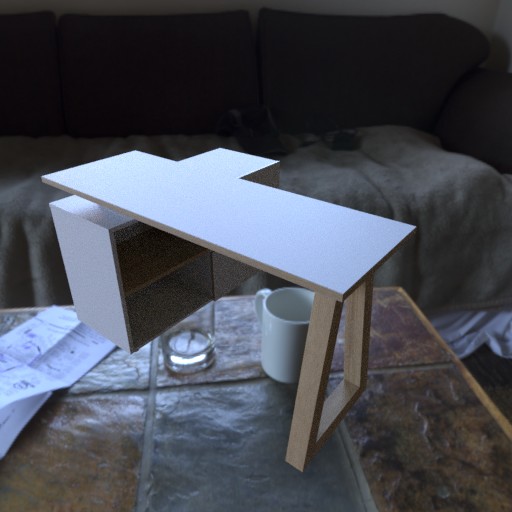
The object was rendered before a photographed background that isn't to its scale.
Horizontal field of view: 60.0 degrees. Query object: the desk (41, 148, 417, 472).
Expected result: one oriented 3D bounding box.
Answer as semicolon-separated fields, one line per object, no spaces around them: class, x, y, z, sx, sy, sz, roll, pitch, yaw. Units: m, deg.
desk;0.000;0.000;2.020;1.404;0.755;1.098;21;35;33
